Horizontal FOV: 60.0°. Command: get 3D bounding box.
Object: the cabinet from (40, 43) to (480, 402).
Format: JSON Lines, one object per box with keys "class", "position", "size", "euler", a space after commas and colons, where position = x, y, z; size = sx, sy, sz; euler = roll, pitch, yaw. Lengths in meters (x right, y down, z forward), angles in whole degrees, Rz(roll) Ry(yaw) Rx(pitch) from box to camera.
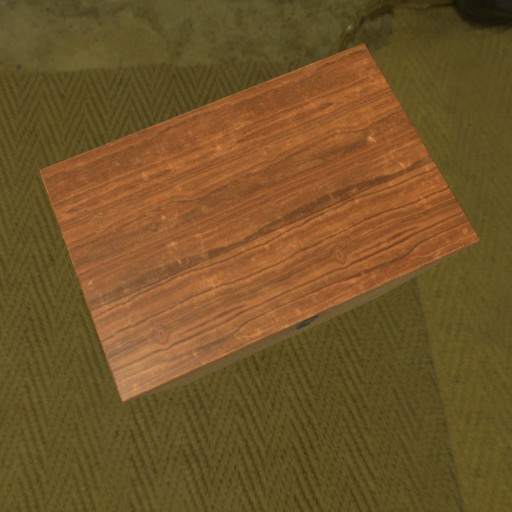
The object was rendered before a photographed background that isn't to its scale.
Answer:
{"class": "cabinet", "position": [0.000, 0.000, 1.058], "size": [0.607, 0.695, 0.410], "euler": [-23, 77, -6]}
